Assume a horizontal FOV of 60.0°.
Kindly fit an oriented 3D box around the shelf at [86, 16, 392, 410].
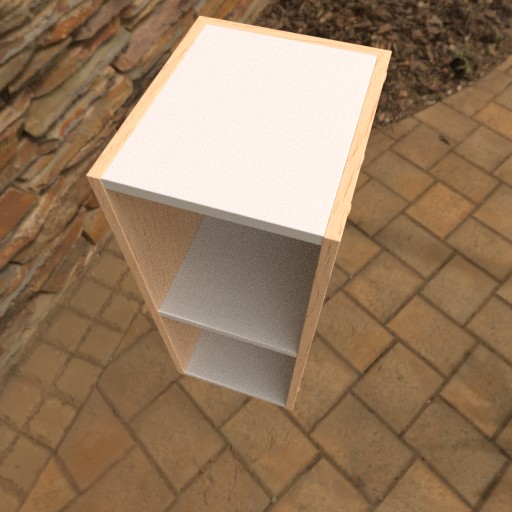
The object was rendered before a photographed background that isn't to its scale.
[{"bbox_3d":[0.000,0.000,0.729,0.250,0.600,0.290,15,59,10],"label":"shelf"}]
